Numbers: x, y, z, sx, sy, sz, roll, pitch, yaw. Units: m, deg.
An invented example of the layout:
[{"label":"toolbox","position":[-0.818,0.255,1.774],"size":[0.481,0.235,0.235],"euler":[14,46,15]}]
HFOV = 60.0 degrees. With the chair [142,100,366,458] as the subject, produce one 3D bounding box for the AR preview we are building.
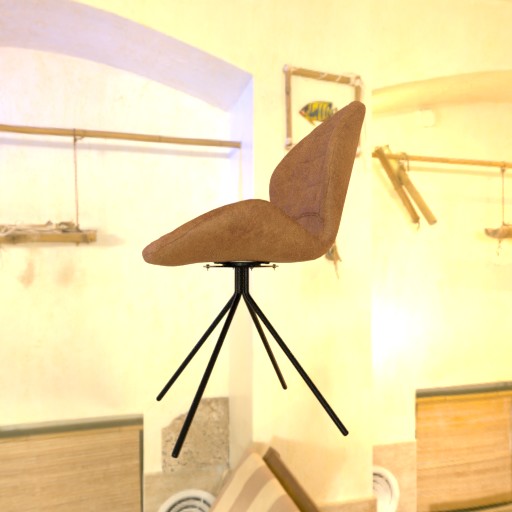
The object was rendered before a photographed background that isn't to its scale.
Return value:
[{"label":"chair","position":[0.000,0.000,1.298],"size":[0.640,0.929,0.527],"euler":[0,-1,-17]}]
